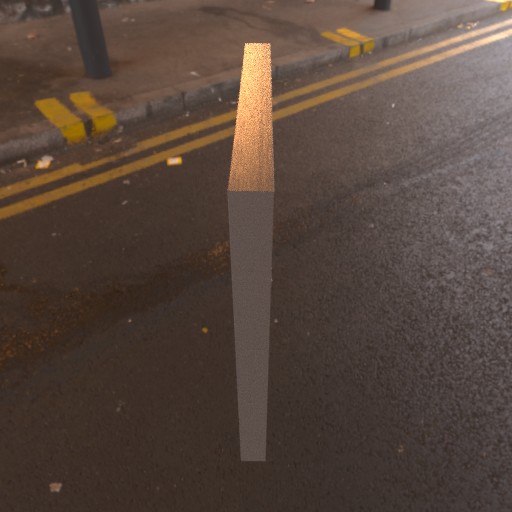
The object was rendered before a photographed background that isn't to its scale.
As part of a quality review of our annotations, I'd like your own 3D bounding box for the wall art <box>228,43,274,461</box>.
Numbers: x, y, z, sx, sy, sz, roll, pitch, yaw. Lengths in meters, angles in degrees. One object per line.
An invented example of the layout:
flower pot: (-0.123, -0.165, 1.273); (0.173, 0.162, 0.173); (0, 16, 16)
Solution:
wall art: (0.000, 0.000, 0.518); (0.030, 0.379, 0.308); (1, 41, 1)
